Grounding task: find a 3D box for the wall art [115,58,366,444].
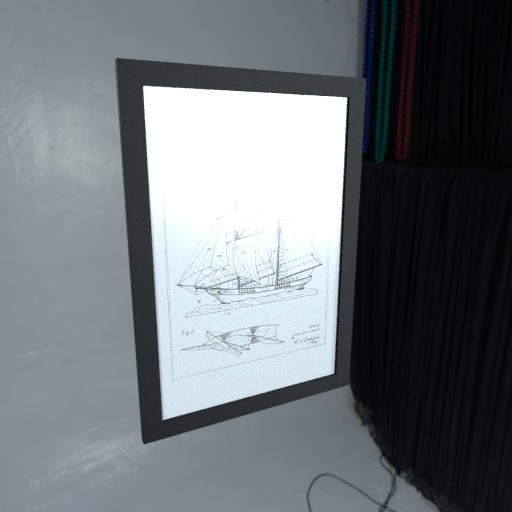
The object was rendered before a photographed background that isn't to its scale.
[{"bbox_3d":[0.000,0.000,0.587,0.326,0.459,0.011,-7,16,-26],"label":"wall art"}]
